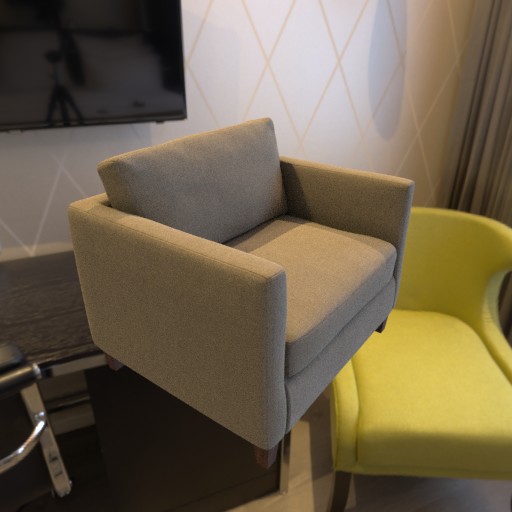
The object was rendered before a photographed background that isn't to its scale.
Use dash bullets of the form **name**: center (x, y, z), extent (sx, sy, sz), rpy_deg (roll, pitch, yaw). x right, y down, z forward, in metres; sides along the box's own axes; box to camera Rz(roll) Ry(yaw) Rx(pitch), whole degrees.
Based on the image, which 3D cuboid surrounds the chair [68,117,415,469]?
- **chair**: center (0.000, 0.000, 1.858), extent (0.959, 0.963, 1.107), rpy_deg (19, 32, 33)
